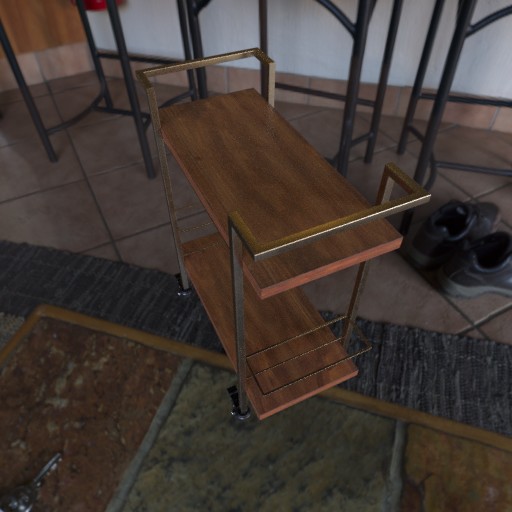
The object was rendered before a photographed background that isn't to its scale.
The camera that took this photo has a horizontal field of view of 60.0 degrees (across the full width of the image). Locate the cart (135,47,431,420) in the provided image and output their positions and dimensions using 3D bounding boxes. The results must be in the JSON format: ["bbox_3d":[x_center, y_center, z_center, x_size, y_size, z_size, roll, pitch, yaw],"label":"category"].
[{"bbox_3d":[0.000,0.000,1.206,0.364,0.807,0.695,-19,50,-17],"label":"cart"}]
